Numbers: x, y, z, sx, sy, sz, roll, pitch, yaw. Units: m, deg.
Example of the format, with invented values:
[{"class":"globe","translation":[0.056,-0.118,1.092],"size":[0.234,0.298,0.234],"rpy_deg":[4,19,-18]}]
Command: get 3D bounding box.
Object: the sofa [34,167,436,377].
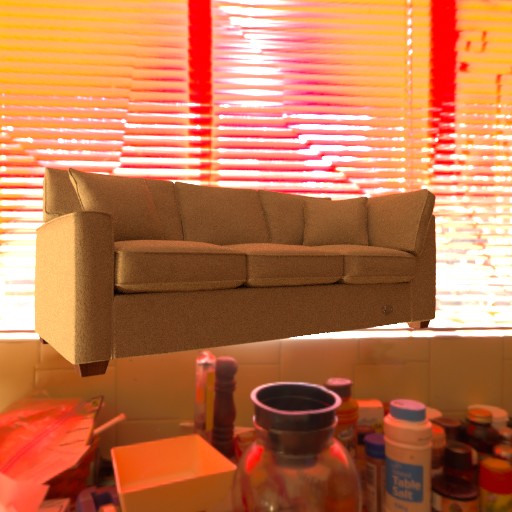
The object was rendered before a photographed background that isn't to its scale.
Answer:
[{"class":"sofa","translation":[0.000,0.000,2.706],"size":[2.317,0.962,1.061],"rpy_deg":[1,-1,-34]}]
